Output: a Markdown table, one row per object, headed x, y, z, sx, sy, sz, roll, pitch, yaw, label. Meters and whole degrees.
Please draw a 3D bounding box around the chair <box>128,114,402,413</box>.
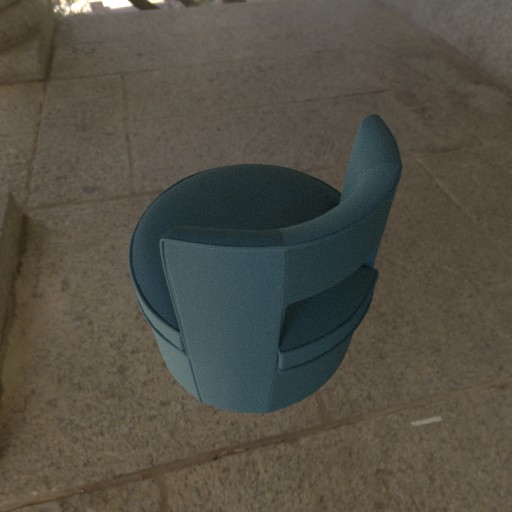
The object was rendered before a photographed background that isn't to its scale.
| x | y | z | sx | sy | sz | roll | pitch | yaw | label |
| --- | --- | --- | --- | --- | --- | --- | --- | --- | --- |
| 0.000 | 0.000 | 1.237 | 0.684 | 0.711 | 0.660 | -34 | 55 | -28 | chair |
